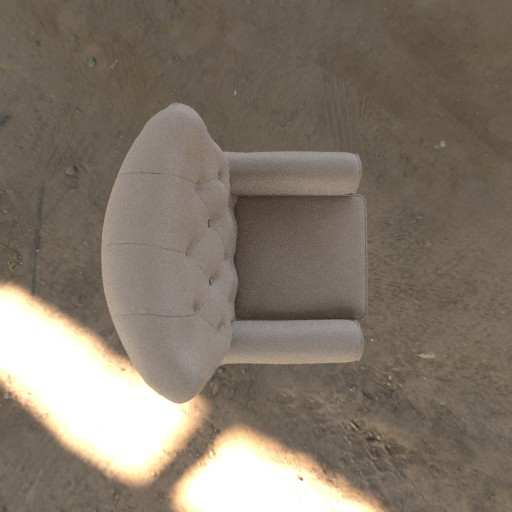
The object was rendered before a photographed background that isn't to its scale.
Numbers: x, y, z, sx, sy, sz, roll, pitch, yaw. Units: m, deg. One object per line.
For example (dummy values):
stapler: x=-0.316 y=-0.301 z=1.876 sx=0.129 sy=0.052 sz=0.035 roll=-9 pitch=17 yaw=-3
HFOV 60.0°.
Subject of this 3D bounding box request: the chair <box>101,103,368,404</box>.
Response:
chair: x=0.000 y=0.000 z=1.961 sx=1.041 sy=1.138 sz=0.999 roll=0 pitch=89 yaw=-1
